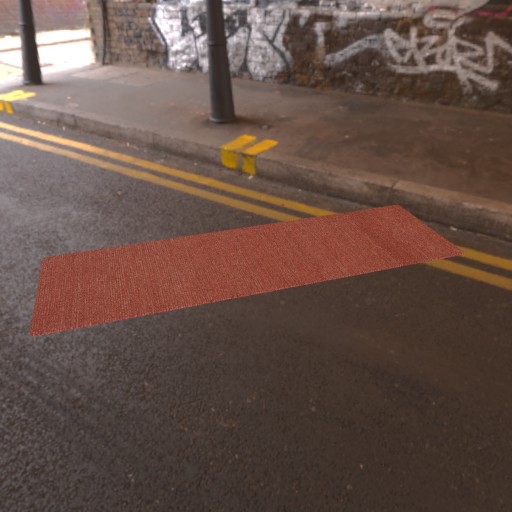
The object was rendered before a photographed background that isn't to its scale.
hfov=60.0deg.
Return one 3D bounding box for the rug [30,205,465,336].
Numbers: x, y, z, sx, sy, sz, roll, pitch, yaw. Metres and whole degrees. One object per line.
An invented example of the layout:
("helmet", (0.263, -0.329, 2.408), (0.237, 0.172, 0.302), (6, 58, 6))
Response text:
("rug", (0.000, 0.000, 2.518), (2.307, 0.012, 0.687), (-10, 33, -15))
